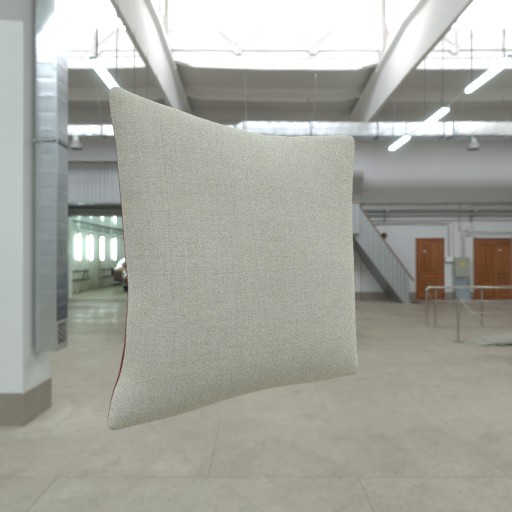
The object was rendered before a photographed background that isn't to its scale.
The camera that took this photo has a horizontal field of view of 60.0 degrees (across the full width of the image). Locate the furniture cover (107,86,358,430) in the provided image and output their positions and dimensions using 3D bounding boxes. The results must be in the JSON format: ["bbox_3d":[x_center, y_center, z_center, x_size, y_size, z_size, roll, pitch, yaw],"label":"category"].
[{"bbox_3d":[0.000,0.000,0.656,0.435,0.420,0.145,0,0,-35],"label":"furniture cover"}]
